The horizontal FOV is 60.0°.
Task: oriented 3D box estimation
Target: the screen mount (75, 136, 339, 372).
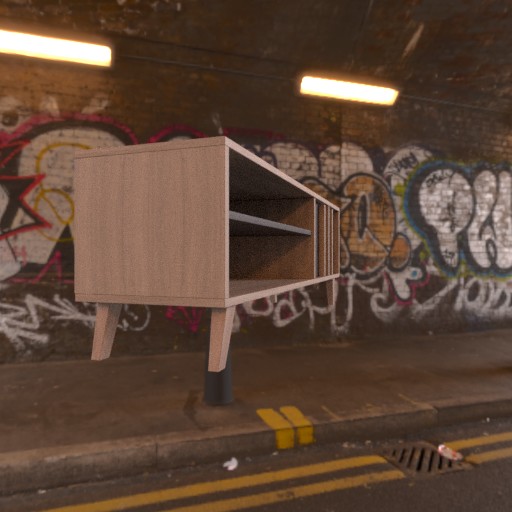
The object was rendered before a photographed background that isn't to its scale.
[{"bbox_3d":[0.000,0.000,1.712,0.401,0.509,1.500,0,0,20],"label":"screen mount"}]
